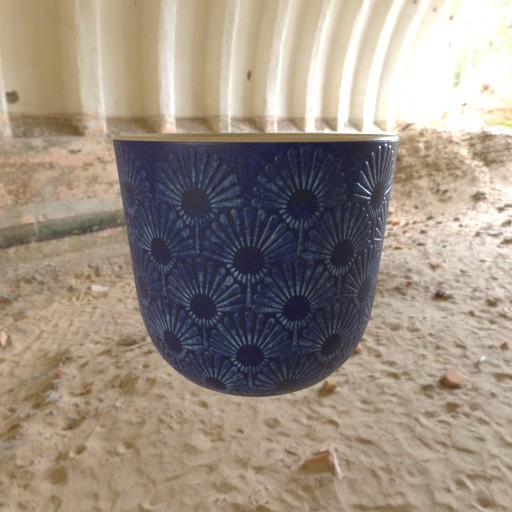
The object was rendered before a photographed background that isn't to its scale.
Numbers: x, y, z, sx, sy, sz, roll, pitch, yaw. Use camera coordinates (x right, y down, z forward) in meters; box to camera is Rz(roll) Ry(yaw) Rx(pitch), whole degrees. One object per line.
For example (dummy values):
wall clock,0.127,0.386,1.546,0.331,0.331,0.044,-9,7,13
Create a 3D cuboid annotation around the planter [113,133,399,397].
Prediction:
planter,0.000,0.000,0.360,0.206,0.190,0.206,0,16,0
